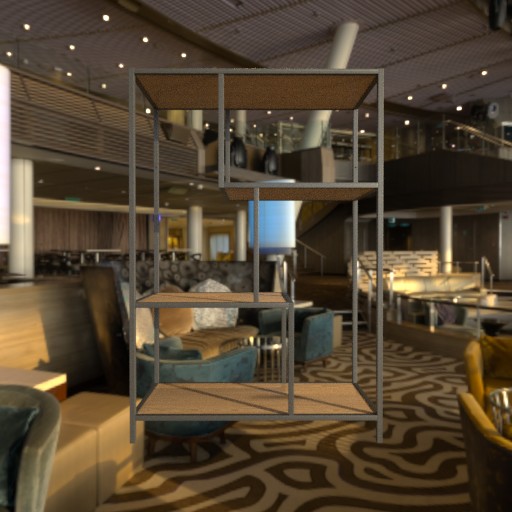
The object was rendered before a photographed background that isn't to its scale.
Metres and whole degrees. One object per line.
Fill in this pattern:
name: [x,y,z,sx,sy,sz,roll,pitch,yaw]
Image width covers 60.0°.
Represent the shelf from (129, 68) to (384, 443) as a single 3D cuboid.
shelf: [0.000,0.000,1.520,0.770,1.138,0.350,0,1,0]
